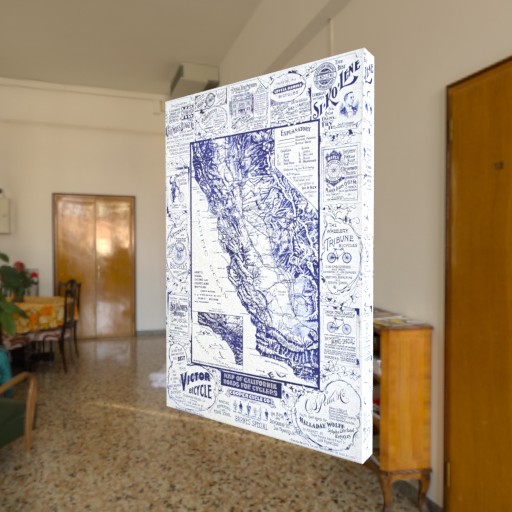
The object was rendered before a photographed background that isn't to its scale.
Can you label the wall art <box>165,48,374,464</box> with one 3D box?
[{"bbox_3d":[0.000,0.000,0.773,0.408,0.601,0.040,1,1,35],"label":"wall art"}]
